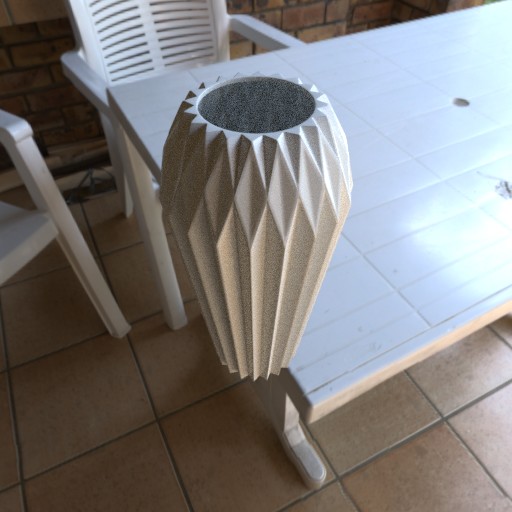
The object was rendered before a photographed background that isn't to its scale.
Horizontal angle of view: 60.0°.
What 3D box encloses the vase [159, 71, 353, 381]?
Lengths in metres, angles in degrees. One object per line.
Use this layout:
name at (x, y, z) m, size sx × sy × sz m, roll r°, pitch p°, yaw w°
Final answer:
vase at (0.000, 0.000, 0.358) m, size 0.133 × 0.263 × 0.133 m, roll 0°, pitch 46°, yaw 0°
